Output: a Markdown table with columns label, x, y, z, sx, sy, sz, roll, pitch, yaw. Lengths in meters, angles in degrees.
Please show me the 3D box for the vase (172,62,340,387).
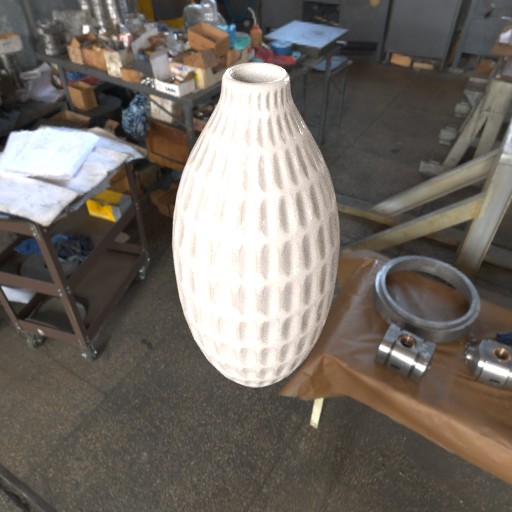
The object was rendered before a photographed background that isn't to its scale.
| label | x | y | z | sx | sy | sz | roll | pitch | yaw |
| --- | --- | --- | --- | --- | --- | --- | --- | --- | --- |
| vase | 0.000 | 0.000 | 0.347 | 0.127 | 0.282 | 0.127 | 0 | 42 | 0 |
